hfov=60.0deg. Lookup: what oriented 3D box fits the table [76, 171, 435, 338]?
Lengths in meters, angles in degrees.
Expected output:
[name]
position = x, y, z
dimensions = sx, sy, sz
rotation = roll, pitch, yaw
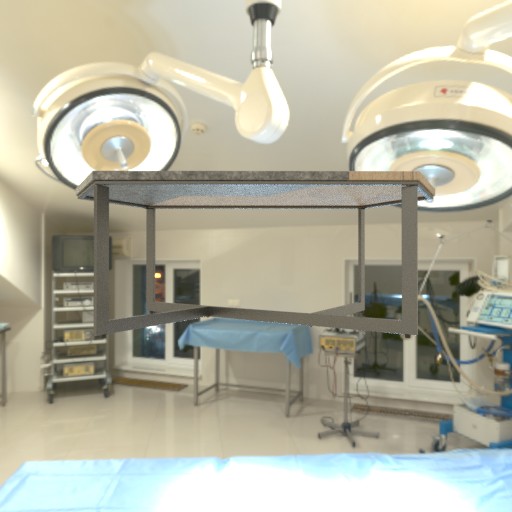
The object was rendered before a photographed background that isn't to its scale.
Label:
[table]
position = 0.000, 0.000, 1.502
dimensions = 1.219, 0.457, 0.609
rotation = 0, 0, 0
